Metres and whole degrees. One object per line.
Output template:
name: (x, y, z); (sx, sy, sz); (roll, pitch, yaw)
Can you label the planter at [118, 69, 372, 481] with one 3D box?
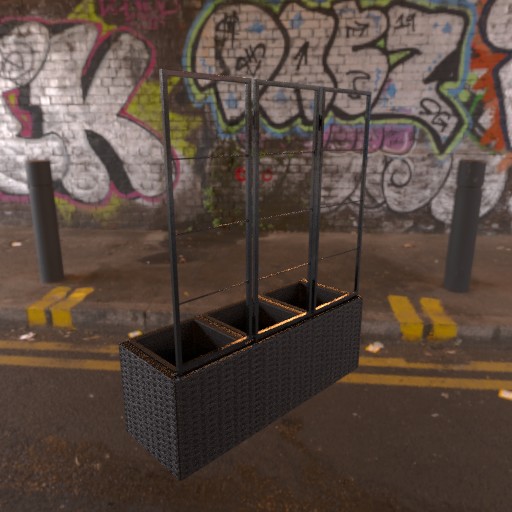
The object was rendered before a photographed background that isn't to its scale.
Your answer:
planter: (0.000, 0.000, 1.170); (0.698, 0.841, 0.244); (-15, 22, -42)
